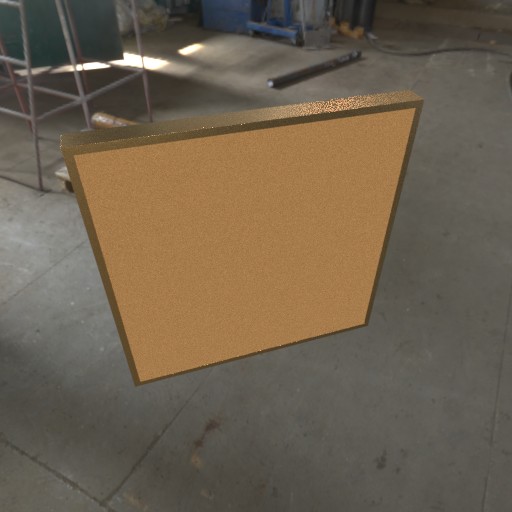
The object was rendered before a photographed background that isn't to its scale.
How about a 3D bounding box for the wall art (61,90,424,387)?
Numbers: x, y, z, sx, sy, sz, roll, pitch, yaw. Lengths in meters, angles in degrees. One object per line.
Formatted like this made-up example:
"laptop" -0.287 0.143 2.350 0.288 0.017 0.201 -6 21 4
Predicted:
"wall art" 0.000 0.000 0.774 0.509 0.509 0.040 -12 42 -13
